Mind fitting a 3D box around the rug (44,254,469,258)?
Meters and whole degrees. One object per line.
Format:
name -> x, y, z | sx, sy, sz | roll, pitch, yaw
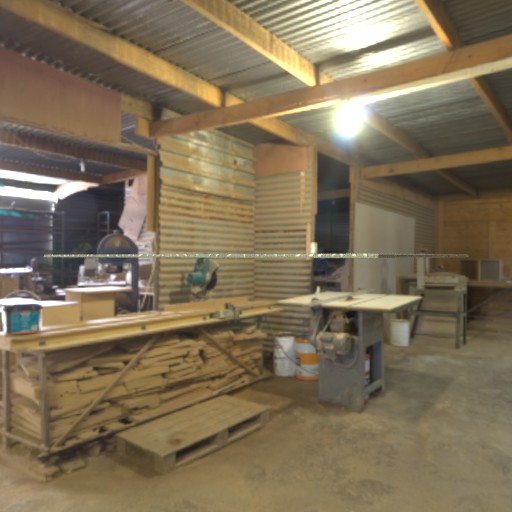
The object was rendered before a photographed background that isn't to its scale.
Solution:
rug -> 0.000, 0.000, 2.752 | 2.144, 0.015, 1.543 | 0, 0, 36
